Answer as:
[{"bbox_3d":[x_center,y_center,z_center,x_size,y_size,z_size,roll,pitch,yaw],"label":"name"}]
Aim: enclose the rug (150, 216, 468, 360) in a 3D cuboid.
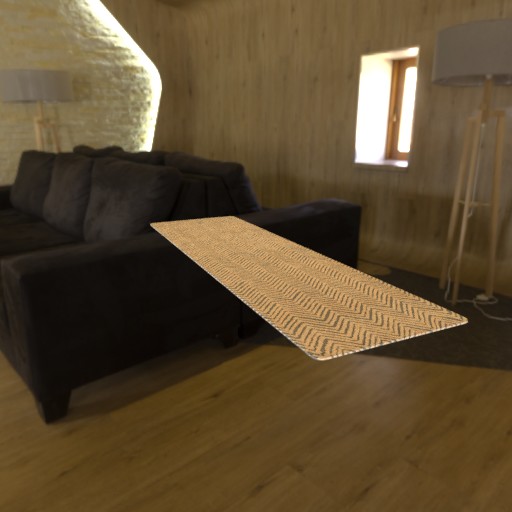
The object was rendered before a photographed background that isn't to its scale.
[{"bbox_3d":[0.000,0.000,2.500,0.686,0.008,2.286,-8,18,-25],"label":"rug"}]
